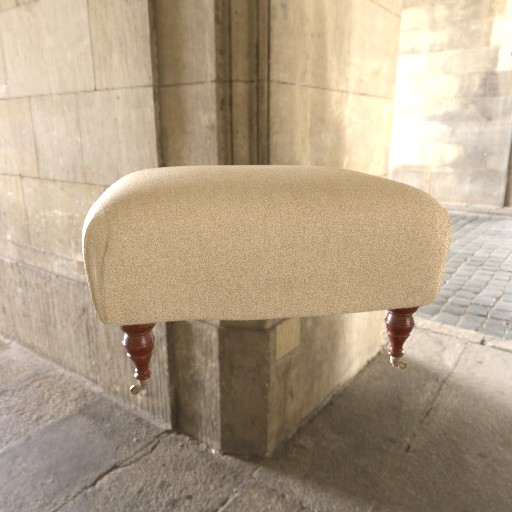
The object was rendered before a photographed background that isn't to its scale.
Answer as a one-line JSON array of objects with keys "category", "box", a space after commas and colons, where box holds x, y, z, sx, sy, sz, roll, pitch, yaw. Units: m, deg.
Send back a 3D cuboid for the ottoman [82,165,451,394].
[{"category": "ottoman", "box": [0.000, 0.000, 1.136, 0.747, 0.450, 0.622, -3, 16, -9]}]
